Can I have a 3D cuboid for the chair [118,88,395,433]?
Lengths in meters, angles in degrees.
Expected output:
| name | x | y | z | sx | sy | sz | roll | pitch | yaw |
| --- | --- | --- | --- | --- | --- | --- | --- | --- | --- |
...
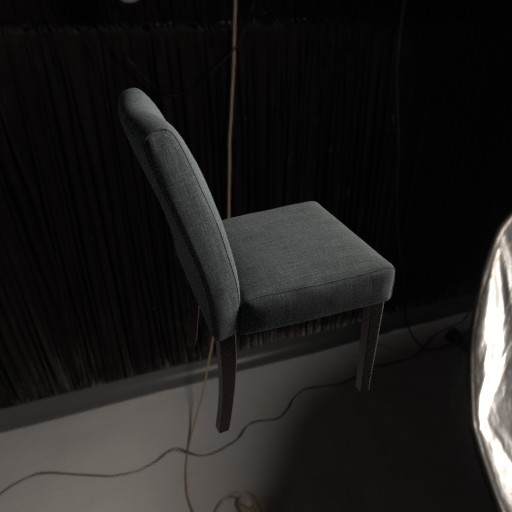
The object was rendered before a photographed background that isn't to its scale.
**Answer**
| name | x | y | z | sx | sy | sz | roll | pitch | yaw |
| --- | --- | --- | --- | --- | --- | --- | --- | --- | --- |
| chair | 0.000 | 0.000 | 1.273 | 0.629 | 0.884 | 0.487 | -11 | 33 | -18 |
